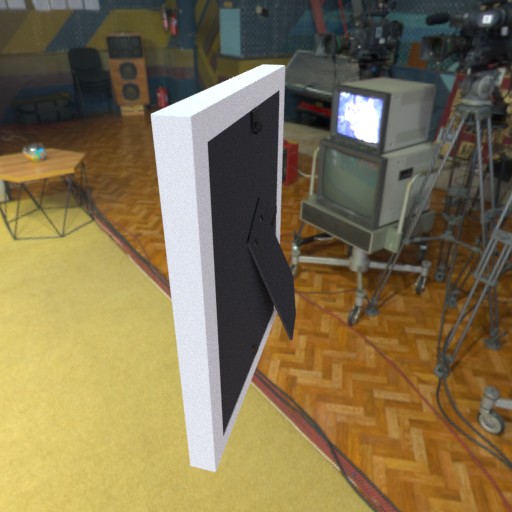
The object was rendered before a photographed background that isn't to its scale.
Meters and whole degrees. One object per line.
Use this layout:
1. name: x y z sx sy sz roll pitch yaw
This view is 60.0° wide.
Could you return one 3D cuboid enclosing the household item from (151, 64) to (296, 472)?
1. household item: 0.000 0.000 0.341 0.045 0.250 0.200 8 30 13
